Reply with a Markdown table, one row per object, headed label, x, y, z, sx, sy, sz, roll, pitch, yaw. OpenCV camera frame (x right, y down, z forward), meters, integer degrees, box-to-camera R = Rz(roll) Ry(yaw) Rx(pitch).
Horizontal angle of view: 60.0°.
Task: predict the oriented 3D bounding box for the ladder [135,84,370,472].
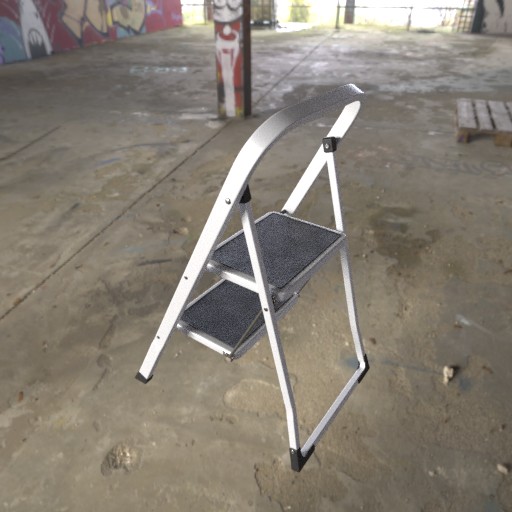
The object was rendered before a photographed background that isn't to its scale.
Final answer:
| label | x | y | z | sx | sy | sz | roll | pitch | yaw |
| --- | --- | --- | --- | --- | --- | --- | --- | --- | --- |
| ladder | 0.000 | 0.000 | 1.103 | 0.544 | 0.810 | 0.460 | 21 | 38 | 30 |
